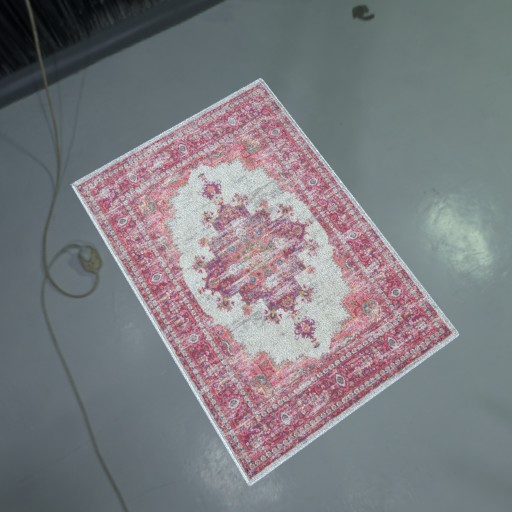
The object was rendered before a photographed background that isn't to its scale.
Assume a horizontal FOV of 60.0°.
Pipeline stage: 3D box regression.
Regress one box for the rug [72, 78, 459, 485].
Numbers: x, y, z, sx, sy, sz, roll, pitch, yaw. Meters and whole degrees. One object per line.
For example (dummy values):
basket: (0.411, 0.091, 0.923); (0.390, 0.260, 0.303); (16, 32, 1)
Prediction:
rug: (0.000, 0.000, 2.257); (1.217, 0.011, 1.747); (-32, 77, -9)
